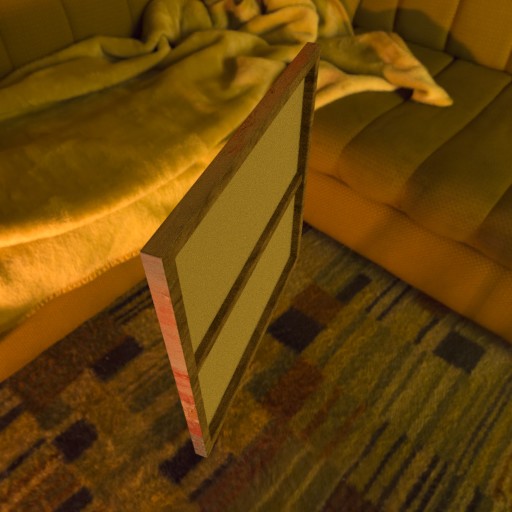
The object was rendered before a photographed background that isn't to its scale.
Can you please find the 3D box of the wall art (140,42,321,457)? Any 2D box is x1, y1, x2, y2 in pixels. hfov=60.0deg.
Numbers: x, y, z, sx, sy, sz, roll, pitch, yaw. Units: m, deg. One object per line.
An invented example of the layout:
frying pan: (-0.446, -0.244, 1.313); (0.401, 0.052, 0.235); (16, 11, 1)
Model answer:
wall art: (0.000, 0.000, 1.089); (0.035, 0.747, 0.747); (16, 49, 15)
